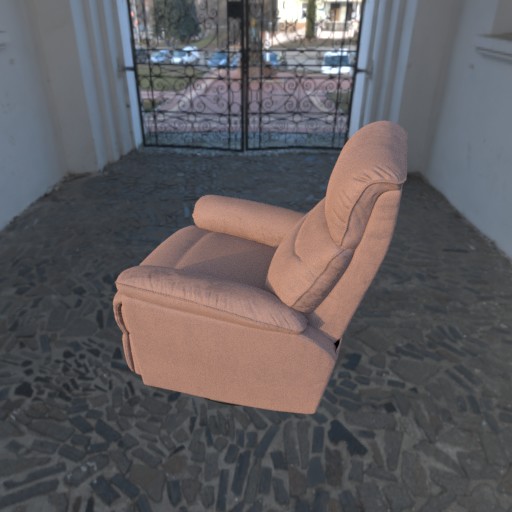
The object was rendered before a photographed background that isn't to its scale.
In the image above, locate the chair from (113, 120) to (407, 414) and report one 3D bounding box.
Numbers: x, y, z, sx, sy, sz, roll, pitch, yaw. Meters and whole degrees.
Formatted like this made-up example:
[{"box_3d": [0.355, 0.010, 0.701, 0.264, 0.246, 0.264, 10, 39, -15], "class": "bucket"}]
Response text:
[{"box_3d": [0.000, 0.000, 1.769, 1.004, 1.037, 0.820, 8, 31, 14], "class": "chair"}]
